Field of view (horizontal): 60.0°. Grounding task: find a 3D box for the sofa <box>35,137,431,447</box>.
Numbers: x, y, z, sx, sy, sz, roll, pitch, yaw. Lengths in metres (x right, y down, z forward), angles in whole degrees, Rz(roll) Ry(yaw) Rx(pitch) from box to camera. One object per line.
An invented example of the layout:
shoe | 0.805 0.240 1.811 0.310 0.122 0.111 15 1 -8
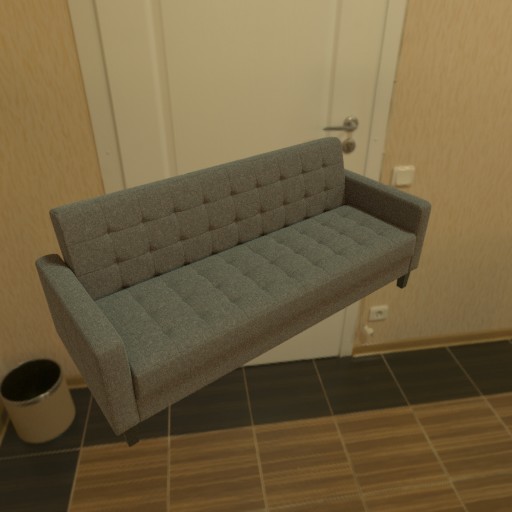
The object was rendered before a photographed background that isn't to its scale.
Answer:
sofa | 0.000 0.000 2.418 2.040 0.850 0.810 -22 38 -31
